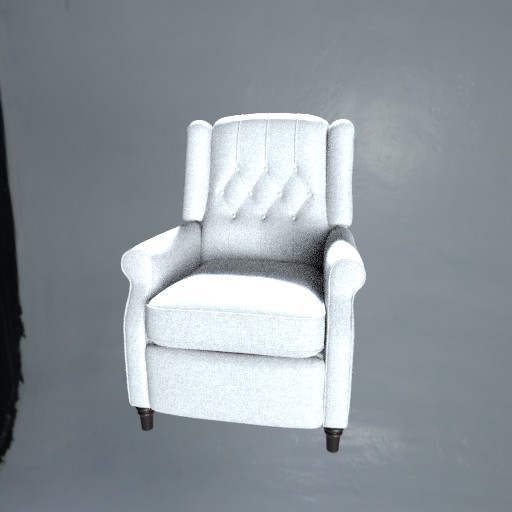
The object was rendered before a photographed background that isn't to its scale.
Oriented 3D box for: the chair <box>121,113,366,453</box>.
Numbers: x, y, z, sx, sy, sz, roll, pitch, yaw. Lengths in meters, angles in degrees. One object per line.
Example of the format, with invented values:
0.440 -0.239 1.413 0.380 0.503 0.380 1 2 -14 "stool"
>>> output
0.000 0.000 1.629 0.742 1.035 0.902 3 15 10 "chair"
